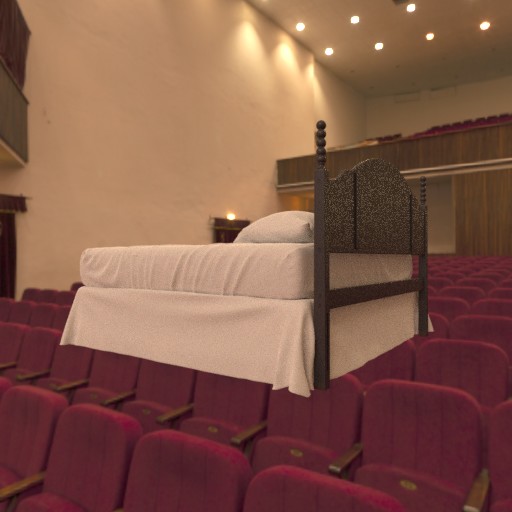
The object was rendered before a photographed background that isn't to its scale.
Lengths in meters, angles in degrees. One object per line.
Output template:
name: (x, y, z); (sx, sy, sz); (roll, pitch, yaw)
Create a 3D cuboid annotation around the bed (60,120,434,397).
bed: (0.000, 0.000, 3.610); (2.219, 1.355, 2.322); (0, 0, 36)
